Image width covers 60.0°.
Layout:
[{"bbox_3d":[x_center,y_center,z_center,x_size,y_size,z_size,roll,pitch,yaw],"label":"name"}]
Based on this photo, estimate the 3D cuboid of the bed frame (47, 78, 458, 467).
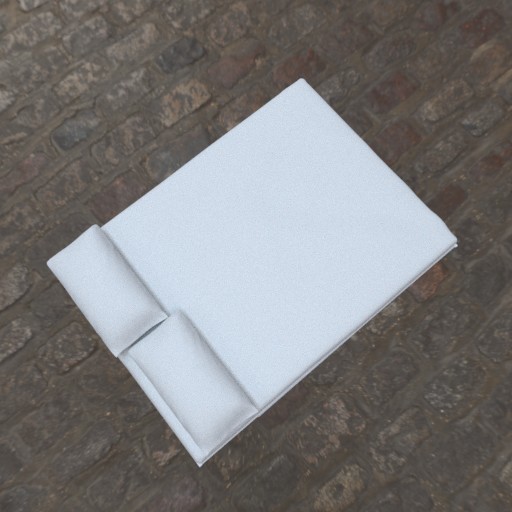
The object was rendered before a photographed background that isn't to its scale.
[{"bbox_3d":[0.000,0.000,2.652,1.950,0.629,1.450,-39,80,-8],"label":"bed frame"}]
